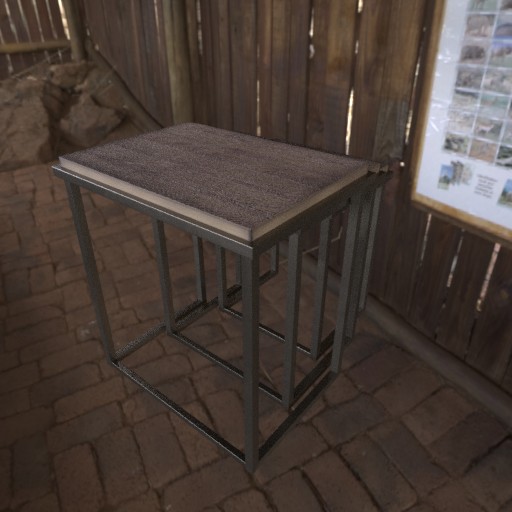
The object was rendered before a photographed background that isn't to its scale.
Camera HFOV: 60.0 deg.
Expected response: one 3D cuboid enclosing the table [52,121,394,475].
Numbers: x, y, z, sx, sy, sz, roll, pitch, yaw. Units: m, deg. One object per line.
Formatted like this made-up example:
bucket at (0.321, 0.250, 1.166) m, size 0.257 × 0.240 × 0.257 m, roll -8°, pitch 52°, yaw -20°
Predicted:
table at (0.000, 0.000, 1.184) m, size 0.559 × 0.610 × 0.706 m, roll 23°, pitch 38°, yaw 33°
